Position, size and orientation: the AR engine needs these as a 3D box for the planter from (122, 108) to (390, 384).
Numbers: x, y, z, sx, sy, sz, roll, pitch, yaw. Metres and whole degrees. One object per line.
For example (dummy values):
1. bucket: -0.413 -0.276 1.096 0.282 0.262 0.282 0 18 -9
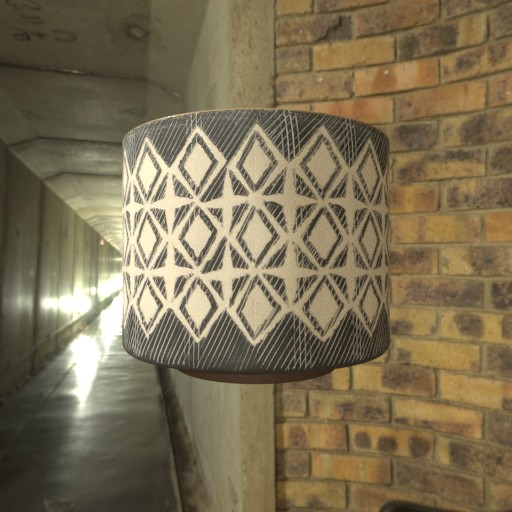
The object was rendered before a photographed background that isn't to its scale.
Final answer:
1. planter: 0.000 0.000 0.219 0.126 0.104 0.126 0 0 0
